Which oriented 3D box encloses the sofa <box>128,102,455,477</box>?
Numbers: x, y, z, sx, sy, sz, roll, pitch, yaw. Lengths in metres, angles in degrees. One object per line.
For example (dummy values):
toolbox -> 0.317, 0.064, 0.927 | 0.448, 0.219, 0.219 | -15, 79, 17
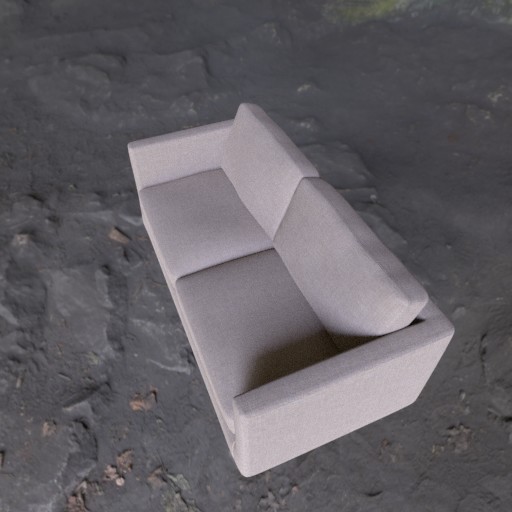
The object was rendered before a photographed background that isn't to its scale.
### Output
sofa -> 0.000, 0.000, 2.404 | 0.951, 0.947, 1.884 | -17, 49, -16
